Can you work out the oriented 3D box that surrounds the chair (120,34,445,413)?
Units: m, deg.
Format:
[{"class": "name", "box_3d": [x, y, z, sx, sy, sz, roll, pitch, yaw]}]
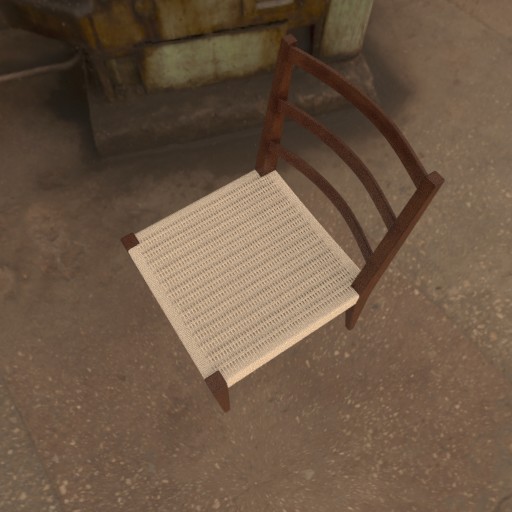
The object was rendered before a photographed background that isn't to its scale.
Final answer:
[{"class": "chair", "box_3d": [0.000, 0.000, 1.162, 0.551, 0.813, 0.480, -31, 67, -15]}]
